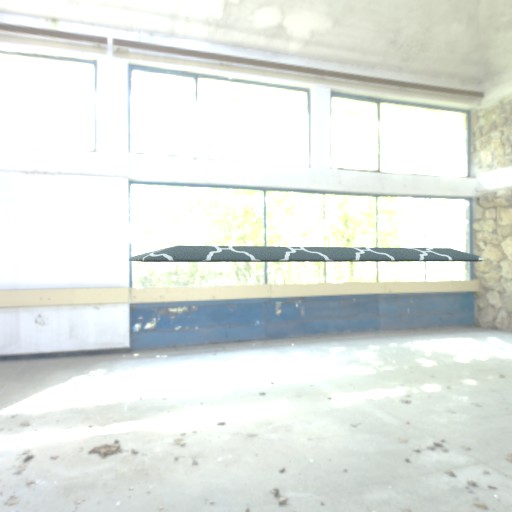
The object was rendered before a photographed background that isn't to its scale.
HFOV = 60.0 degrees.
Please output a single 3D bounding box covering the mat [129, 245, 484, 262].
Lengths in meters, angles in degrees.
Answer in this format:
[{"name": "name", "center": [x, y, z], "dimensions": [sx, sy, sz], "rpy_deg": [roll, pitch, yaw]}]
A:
[{"name": "mat", "center": [0.000, 0.000, 0.946], "dimensions": [0.508, 0.021, 0.762], "rpy_deg": [0, 0, -17]}]
